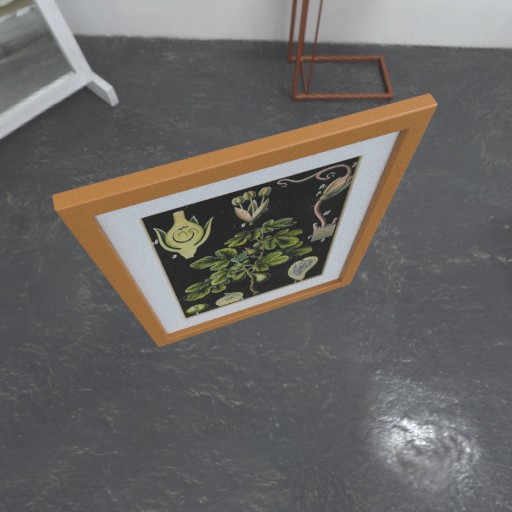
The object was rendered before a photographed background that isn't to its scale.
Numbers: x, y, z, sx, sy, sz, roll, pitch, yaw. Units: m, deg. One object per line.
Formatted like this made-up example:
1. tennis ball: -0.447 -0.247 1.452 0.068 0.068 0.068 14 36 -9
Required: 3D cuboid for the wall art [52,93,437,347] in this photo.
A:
1. wall art: 0.000 0.000 0.747 0.452 0.553 0.022 -17 65 -8
